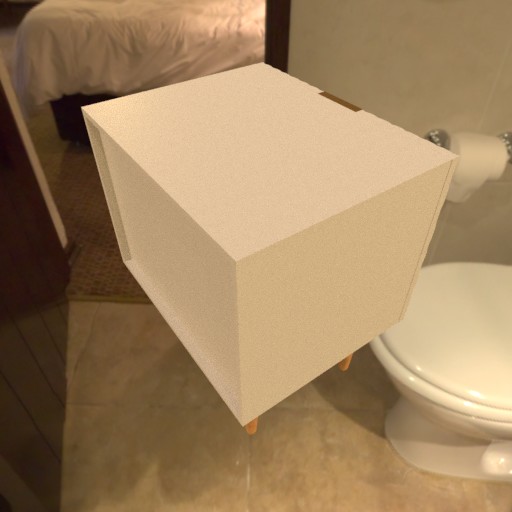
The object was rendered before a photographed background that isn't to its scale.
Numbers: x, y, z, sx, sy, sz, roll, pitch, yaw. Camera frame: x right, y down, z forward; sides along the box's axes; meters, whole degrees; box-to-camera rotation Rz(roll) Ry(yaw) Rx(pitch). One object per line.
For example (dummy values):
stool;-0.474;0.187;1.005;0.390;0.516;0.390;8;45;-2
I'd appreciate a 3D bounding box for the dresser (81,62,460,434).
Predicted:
dresser;0.000;0.000;0.923;0.414;0.568;0.503;-26;48;-26
